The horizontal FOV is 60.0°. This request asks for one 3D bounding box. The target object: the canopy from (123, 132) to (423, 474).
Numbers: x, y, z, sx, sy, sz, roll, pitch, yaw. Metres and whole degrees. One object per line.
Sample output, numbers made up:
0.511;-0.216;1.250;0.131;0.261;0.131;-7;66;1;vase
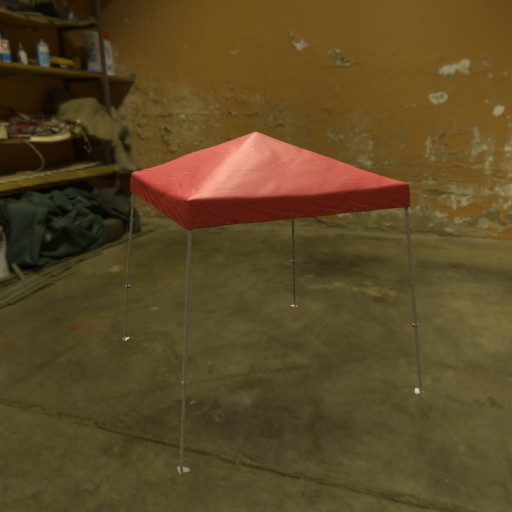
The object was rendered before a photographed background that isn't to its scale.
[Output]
0.000;0.000;5.284;2.848;2.849;2.849;-8;18;-25;canopy
